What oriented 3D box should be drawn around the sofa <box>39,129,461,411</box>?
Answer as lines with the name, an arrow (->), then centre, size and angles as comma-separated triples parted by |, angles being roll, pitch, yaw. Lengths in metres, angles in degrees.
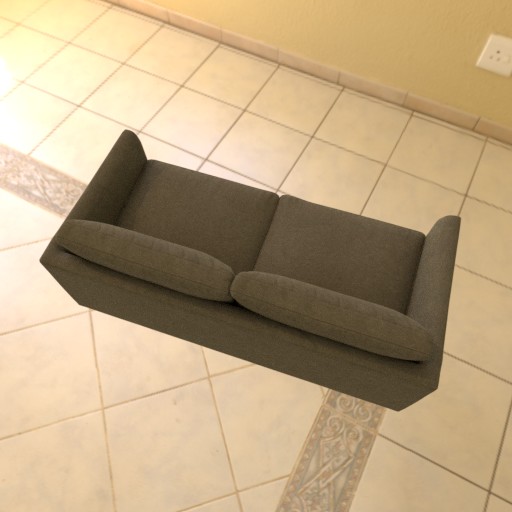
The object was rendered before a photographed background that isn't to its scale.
sofa -> 0.000, 0.000, 2.762 | 2.257, 0.838, 1.092 | 16, 63, 9
